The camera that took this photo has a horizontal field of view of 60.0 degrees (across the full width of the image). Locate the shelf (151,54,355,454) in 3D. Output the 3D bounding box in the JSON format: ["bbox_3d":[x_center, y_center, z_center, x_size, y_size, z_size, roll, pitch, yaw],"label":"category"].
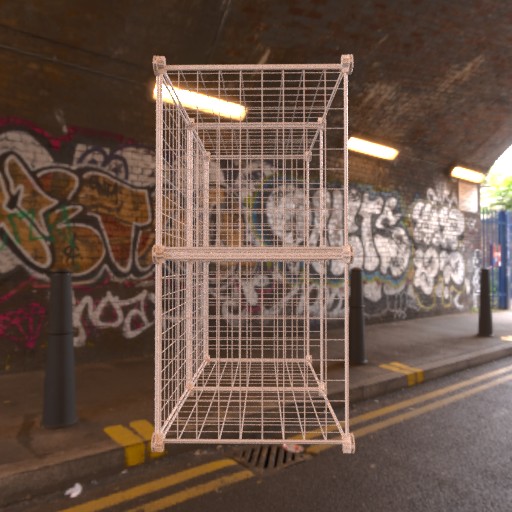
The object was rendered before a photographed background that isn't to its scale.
[{"bbox_3d":[0.000,0.000,1.134,0.356,0.711,0.711,0,-1,1],"label":"shelf"}]
